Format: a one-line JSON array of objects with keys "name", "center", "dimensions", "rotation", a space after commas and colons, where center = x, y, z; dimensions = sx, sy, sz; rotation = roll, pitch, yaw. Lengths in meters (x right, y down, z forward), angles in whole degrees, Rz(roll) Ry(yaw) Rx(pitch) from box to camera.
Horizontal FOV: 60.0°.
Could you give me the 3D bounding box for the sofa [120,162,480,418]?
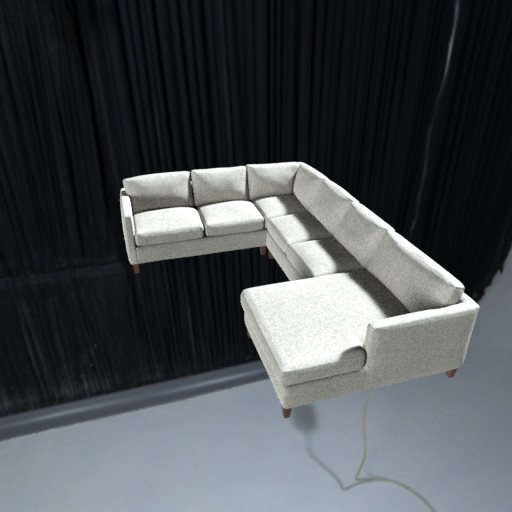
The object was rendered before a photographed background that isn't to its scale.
[{"name": "sofa", "center": [0.000, 0.000, 4.592], "dimensions": [2.593, 0.959, 3.460], "rotation": [-8, 30, -15]}]
